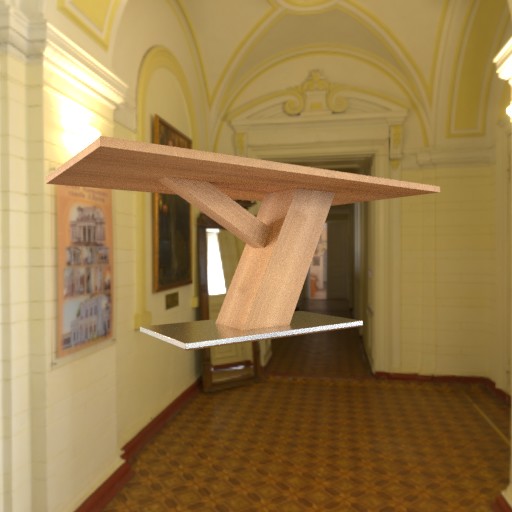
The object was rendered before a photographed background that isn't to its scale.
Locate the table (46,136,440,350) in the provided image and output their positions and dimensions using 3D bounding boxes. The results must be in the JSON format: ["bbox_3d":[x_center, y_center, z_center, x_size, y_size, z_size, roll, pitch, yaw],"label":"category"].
[{"bbox_3d":[0.000,0.000,2.250,1.800,0.750,0.900,0,0,-35],"label":"table"}]
